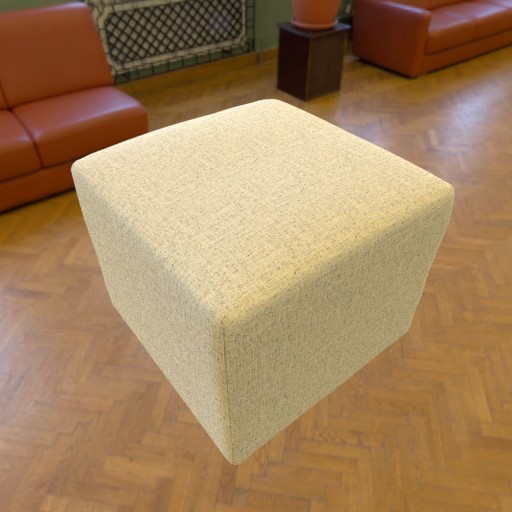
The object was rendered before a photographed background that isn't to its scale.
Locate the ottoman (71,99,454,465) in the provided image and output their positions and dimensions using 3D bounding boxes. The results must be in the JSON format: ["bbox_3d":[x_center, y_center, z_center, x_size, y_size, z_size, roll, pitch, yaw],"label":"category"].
[{"bbox_3d":[0.000,0.000,0.925,0.512,0.453,0.521,-28,49,-28],"label":"ottoman"}]
